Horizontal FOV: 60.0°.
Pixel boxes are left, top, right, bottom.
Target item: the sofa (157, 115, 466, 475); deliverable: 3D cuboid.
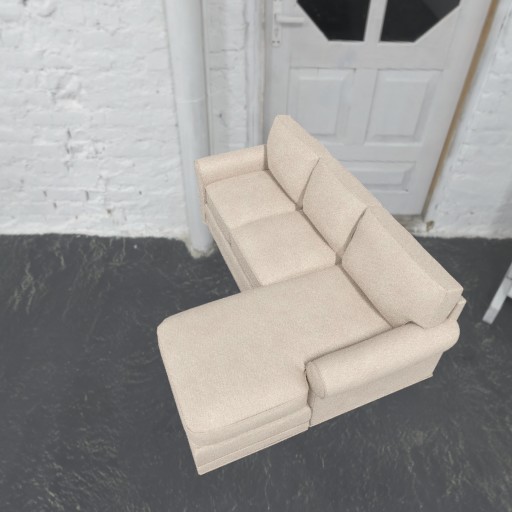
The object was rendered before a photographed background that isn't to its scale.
[{"bbox_3d":[0.000,0.000,2.360,1.226,0.734,1.770,-16,46,-16],"label":"sofa"}]
